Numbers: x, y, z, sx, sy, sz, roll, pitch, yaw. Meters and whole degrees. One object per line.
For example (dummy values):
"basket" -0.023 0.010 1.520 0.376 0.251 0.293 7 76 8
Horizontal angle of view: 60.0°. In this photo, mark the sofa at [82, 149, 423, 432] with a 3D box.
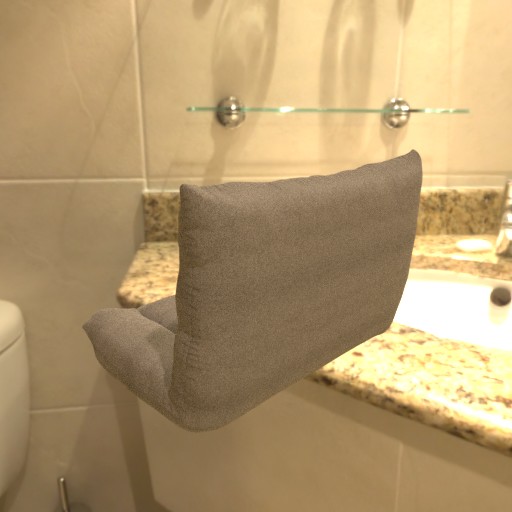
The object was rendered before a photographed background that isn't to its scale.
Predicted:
"sofa" 0.000 0.000 1.731 1.144 0.795 0.847 -15 22 -42
